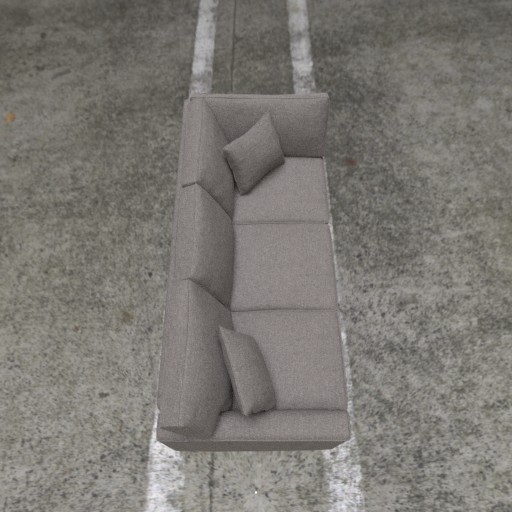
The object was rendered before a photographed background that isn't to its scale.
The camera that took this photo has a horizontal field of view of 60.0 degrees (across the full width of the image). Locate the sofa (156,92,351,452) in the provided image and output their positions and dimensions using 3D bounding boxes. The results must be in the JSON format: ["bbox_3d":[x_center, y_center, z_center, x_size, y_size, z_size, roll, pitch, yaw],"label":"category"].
[{"bbox_3d":[0.000,0.000,2.939,1.061,0.962,2.317,-1,62,0],"label":"sofa"}]
